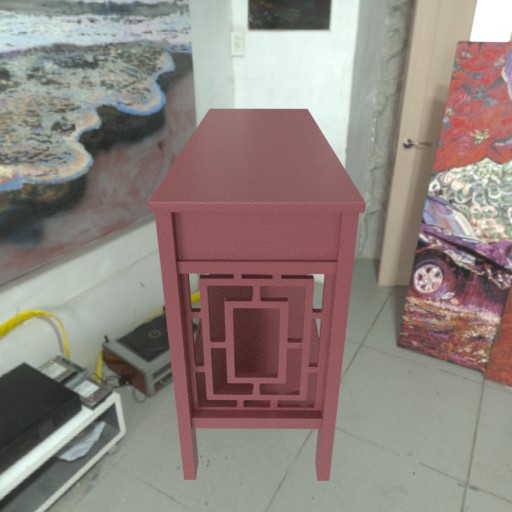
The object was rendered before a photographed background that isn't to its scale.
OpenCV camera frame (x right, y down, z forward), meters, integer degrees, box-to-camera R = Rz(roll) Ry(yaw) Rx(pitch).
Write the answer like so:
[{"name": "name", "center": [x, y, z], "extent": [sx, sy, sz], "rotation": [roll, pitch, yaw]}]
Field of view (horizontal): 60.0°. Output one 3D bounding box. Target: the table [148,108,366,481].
[{"name": "table", "center": [0.000, 0.000, 1.429], "extent": [0.397, 0.753, 1.068], "rotation": [0, 27, 0]}]
